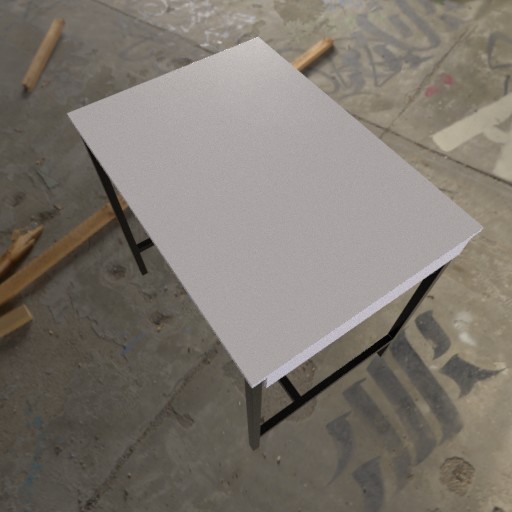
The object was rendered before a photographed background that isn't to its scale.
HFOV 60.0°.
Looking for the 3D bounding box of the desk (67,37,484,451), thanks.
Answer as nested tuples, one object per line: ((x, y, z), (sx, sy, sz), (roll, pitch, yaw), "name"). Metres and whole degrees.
((0.000, 0.000, 1.322), (0.573, 0.766, 0.811), (-30, 62, -18), "desk")
